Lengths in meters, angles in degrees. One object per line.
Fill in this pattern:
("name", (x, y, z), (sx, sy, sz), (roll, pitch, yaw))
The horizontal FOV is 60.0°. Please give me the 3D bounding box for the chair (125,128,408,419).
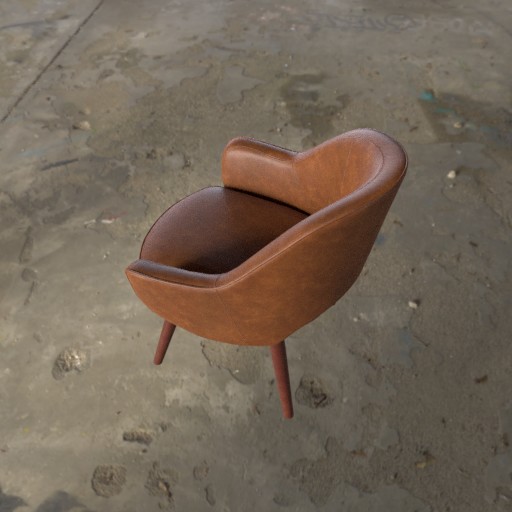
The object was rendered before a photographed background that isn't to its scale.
("chair", (0.000, 0.000, 1.228), (0.640, 0.777, 0.591), (17, 49, 15))
